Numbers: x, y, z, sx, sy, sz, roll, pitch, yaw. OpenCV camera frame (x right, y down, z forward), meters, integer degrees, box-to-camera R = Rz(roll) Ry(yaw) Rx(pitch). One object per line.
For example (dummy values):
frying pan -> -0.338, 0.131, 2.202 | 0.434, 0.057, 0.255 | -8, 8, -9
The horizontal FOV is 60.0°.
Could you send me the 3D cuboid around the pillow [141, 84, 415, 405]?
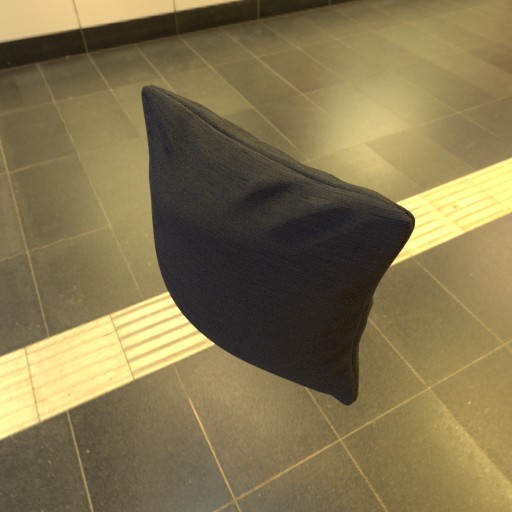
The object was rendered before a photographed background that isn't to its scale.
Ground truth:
pillow -> 0.000, 0.000, 0.679 | 0.432, 0.414, 0.246 | 34, 55, 27
